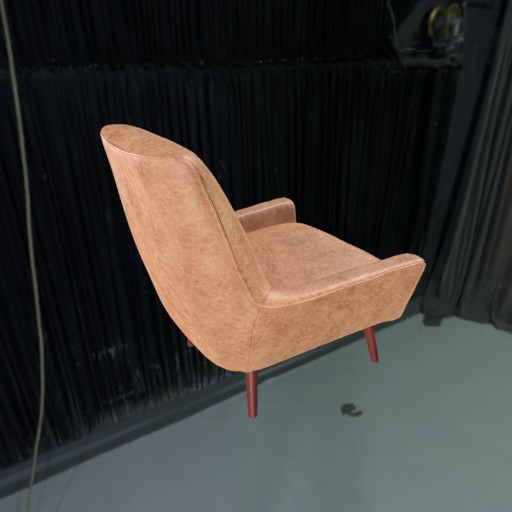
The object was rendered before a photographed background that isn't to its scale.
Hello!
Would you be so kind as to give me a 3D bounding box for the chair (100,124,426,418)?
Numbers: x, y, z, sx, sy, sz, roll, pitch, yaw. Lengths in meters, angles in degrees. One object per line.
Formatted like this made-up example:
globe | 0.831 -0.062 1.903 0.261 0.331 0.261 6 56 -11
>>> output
chair | 0.000 0.000 1.496 0.851 0.883 0.753 -17 31 -30
